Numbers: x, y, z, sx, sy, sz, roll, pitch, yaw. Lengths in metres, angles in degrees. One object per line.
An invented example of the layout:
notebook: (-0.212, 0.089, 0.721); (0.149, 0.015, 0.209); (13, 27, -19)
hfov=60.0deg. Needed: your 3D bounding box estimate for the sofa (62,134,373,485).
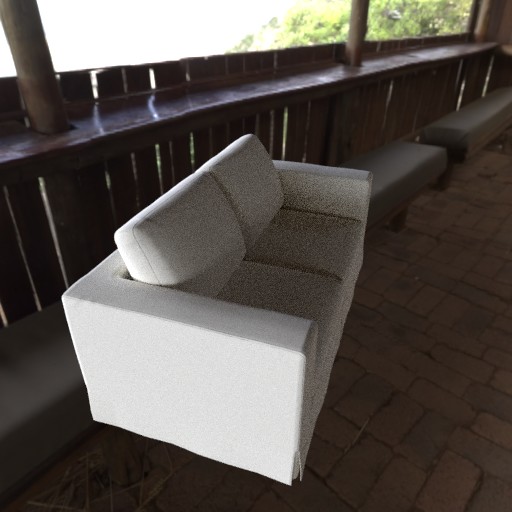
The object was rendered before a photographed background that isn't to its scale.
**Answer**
sofa: (0.000, 0.000, 2.404); (1.009, 0.932, 1.813); (10, 33, 17)
